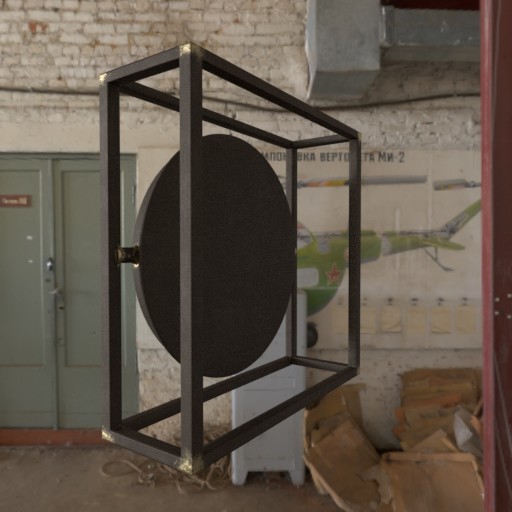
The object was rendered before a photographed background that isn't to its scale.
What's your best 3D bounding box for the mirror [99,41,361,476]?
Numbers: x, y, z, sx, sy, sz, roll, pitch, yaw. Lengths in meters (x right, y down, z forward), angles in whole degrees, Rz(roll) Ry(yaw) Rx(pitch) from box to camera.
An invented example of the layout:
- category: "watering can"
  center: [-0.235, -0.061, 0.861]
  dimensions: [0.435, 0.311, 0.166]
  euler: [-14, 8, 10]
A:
- category: "mirror"
  center: [0.000, 0.000, 0.464]
  dimensions: [0.107, 0.303, 0.306]
  euler: [1, 2, 35]
